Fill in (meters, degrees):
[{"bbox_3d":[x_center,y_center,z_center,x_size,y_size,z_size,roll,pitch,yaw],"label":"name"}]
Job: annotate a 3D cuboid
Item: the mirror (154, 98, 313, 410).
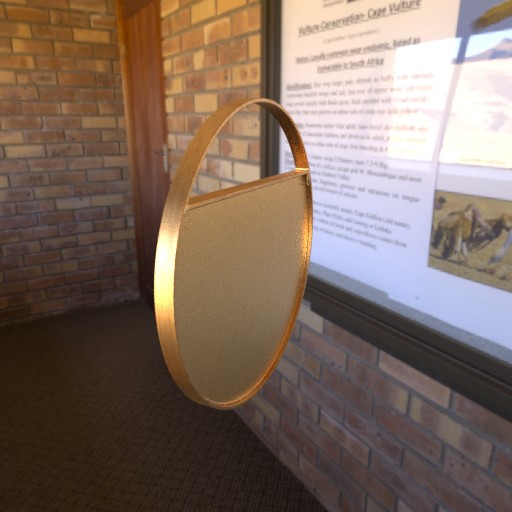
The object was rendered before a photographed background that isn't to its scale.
[{"bbox_3d":[0.000,0.000,0.843,0.032,0.565,0.565,8,19,25],"label":"mirror"}]
